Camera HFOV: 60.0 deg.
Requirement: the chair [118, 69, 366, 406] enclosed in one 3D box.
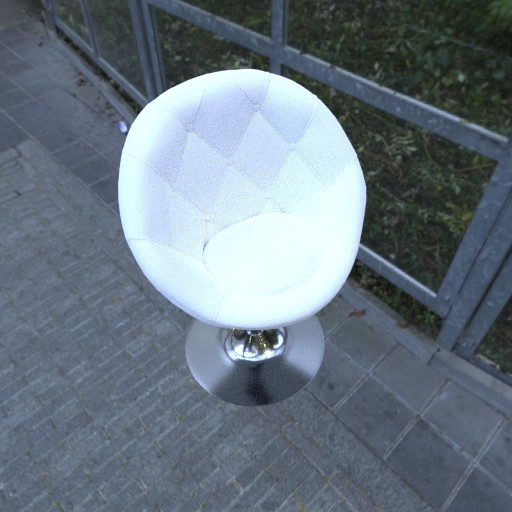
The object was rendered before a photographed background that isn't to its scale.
[{"bbox_3d":[0.000,0.000,1.804,0.940,1.261,0.736,-23,51,-20],"label":"chair"}]
